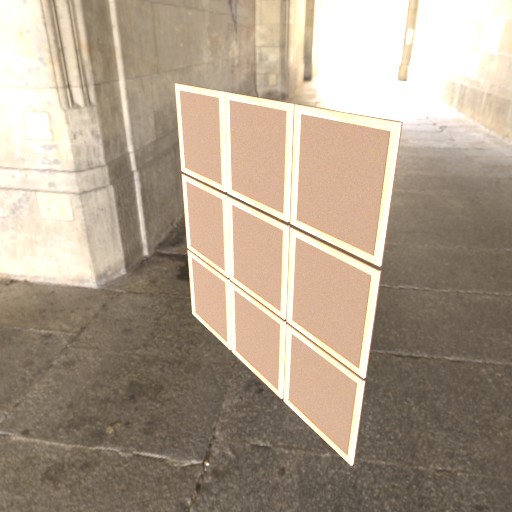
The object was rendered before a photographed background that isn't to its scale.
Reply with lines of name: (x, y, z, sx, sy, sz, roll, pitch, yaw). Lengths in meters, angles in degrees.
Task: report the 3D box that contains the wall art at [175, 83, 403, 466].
wall art: (0.000, 0.000, 1.793, 0.013, 1.218, 1.216, -18, 31, -31)
